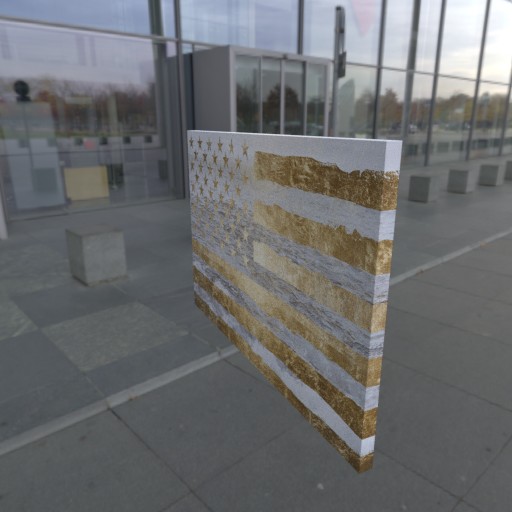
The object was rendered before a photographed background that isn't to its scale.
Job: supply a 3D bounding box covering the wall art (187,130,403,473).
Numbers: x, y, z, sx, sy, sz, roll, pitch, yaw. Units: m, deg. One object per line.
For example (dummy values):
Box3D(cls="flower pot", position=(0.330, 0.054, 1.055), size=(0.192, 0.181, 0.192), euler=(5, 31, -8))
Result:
Box3D(cls="wall art", position=(0.000, 0.000, 1.432), size=(0.041, 0.762, 1.145), euler=(-8, 19, -26))
